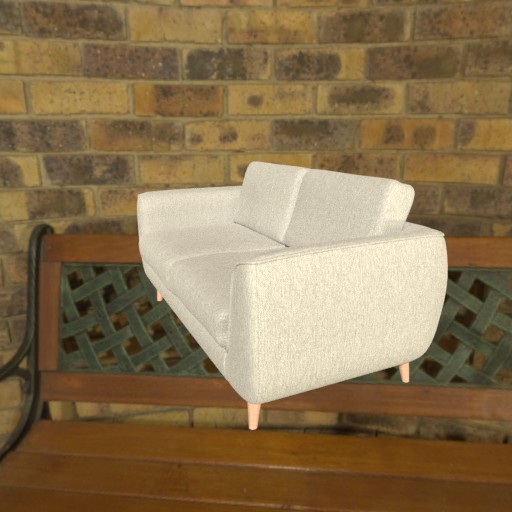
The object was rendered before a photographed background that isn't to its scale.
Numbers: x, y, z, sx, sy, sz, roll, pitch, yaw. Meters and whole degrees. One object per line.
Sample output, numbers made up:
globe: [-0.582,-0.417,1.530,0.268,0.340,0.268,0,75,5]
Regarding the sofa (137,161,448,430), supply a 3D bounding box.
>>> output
sofa: [0.000,0.000,2.230,0.920,0.850,1.700,-7,17,-25]
